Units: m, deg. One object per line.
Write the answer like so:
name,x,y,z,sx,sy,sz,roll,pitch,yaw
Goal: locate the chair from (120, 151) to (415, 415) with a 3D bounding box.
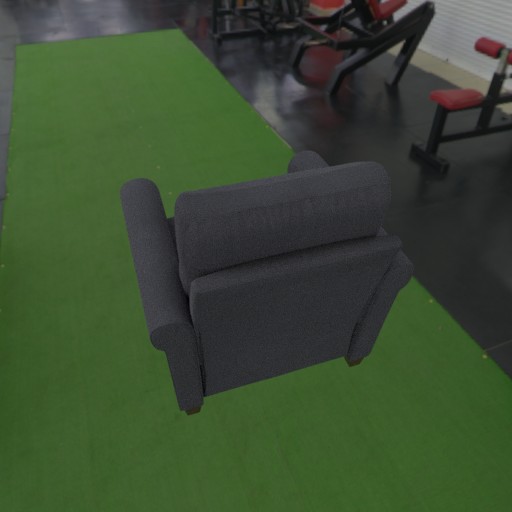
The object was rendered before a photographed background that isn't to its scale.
chair,0.000,0.000,1.644,0.867,0.942,0.828,-12,42,-14
